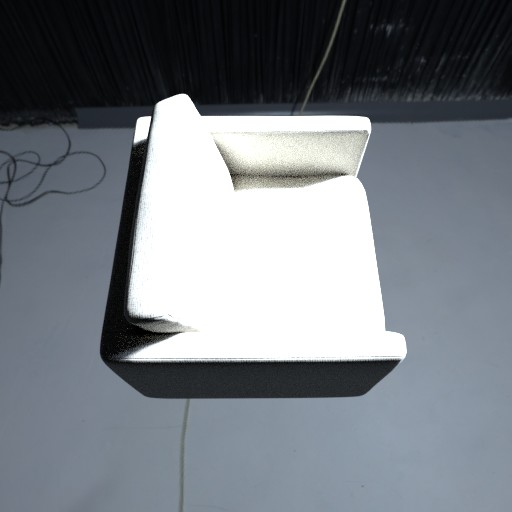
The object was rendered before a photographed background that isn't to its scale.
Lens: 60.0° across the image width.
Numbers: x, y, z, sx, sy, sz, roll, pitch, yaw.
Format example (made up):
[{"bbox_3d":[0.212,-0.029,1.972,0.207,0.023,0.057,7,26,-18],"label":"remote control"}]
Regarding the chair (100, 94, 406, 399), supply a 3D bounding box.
[{"bbox_3d":[0.000,0.000,1.754,0.959,0.919,0.996,0,63,0],"label":"chair"}]
